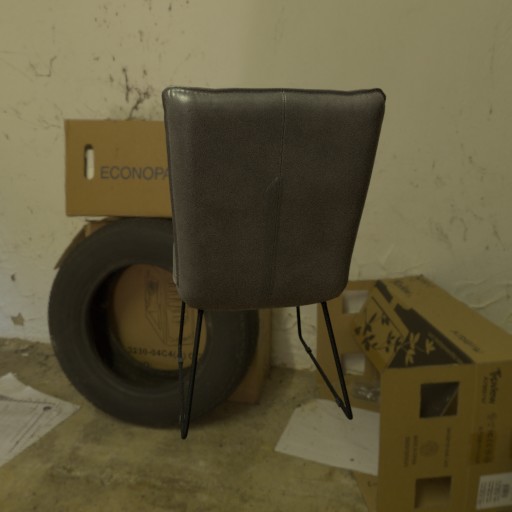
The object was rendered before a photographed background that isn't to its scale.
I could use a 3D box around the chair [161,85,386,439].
[{"bbox_3d":[0.000,0.000,1.374,0.515,0.932,0.688,-3,16,-10],"label":"chair"}]
